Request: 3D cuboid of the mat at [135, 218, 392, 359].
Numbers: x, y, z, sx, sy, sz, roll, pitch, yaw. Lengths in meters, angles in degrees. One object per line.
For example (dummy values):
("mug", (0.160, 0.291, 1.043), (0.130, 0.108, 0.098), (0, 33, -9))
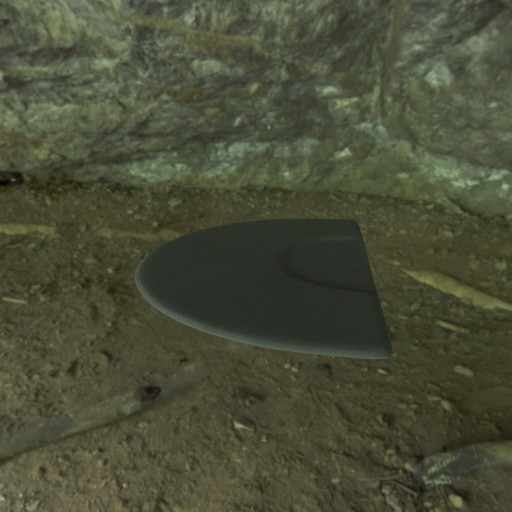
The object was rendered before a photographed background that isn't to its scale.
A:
("mat", (0.000, 0.000, 1.838), (0.917, 0.022, 1.525), (3, 17, 9))
